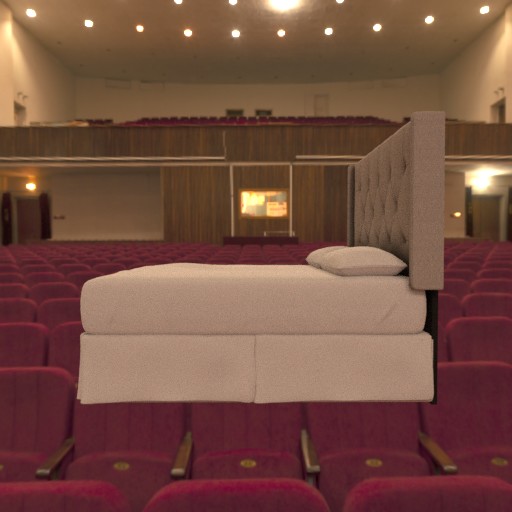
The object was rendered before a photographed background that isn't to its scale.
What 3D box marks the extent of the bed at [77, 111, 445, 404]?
[{"bbox_3d":[0.000,0.000,3.286,2.066,1.665,1.719,0,1,0],"label":"bed"}]
